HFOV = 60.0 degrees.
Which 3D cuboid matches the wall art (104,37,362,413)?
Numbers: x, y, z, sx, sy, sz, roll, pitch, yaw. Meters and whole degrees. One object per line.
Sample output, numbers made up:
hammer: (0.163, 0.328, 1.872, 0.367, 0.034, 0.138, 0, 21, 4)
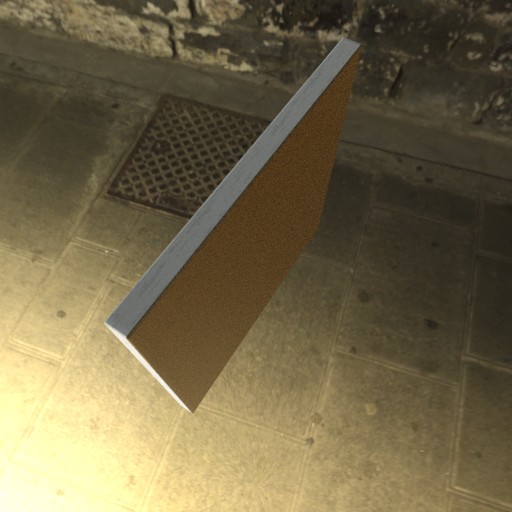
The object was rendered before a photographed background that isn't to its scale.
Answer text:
wall art: (0.000, 0.000, 1.916, 0.078, 1.288, 1.287, 30, 66, 14)
